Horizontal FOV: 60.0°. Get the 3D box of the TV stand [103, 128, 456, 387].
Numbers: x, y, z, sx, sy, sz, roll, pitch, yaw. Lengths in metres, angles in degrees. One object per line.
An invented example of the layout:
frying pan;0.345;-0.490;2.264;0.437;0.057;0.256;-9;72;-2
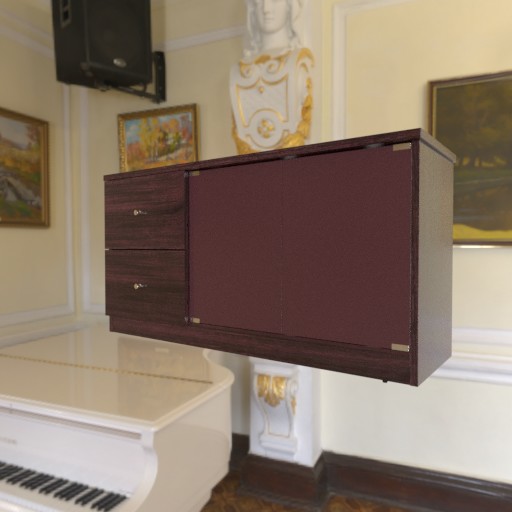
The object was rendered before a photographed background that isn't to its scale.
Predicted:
TV stand;0.000;0.000;1.522;1.192;0.614;0.404;1;2;35
